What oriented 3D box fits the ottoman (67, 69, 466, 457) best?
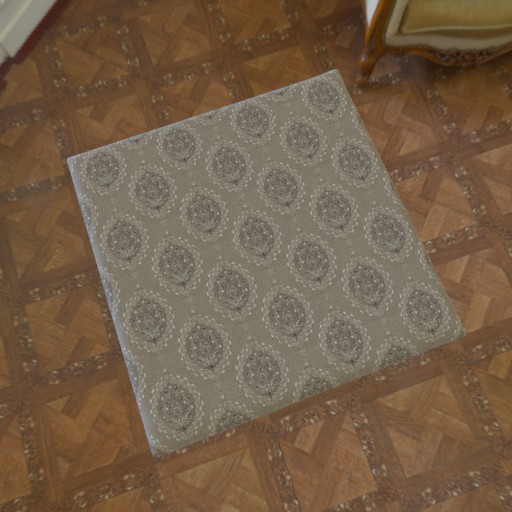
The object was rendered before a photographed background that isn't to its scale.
[{"bbox_3d":[0.000,0.000,1.403,0.889,0.411,0.890,-20,76,-5],"label":"ottoman"}]
